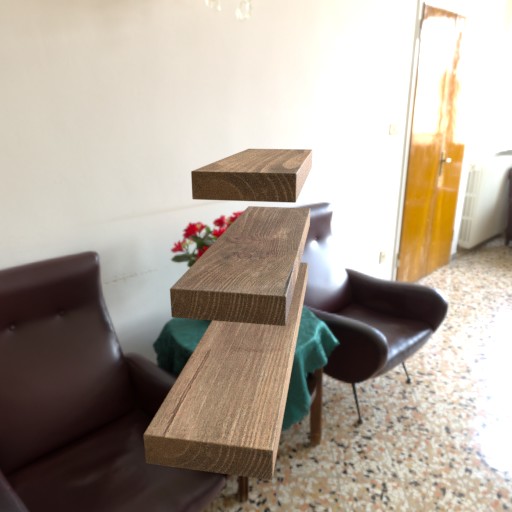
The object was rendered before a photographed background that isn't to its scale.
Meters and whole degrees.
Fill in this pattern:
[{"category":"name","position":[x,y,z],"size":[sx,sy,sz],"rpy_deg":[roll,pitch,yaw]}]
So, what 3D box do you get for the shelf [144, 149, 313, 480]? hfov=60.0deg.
[{"category":"shelf","position":[0.000,0.000,0.715],"size":[0.140,0.293,0.610],"rpy_deg":[3,18,9]}]
